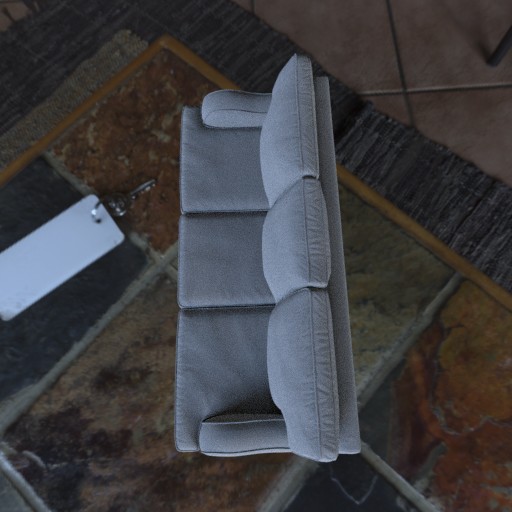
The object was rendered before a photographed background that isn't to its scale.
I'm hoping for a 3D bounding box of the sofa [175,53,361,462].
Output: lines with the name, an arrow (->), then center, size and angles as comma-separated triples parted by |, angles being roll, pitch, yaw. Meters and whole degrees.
sofa -> 0.000, 0.000, 2.834 | 1.016, 0.997, 2.323 | -2, 74, 0
